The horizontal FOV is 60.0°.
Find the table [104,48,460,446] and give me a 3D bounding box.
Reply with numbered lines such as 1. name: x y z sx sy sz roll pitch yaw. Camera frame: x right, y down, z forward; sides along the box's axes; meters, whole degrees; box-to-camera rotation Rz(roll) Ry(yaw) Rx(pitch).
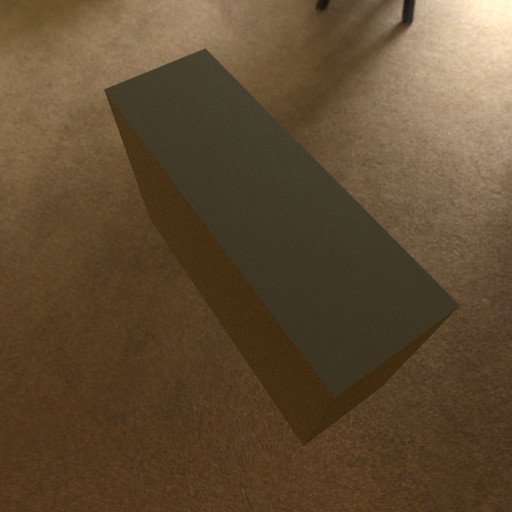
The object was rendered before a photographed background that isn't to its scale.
1. table: 0.000 0.000 1.633 0.400 0.855 1.200 -30 64 -17
